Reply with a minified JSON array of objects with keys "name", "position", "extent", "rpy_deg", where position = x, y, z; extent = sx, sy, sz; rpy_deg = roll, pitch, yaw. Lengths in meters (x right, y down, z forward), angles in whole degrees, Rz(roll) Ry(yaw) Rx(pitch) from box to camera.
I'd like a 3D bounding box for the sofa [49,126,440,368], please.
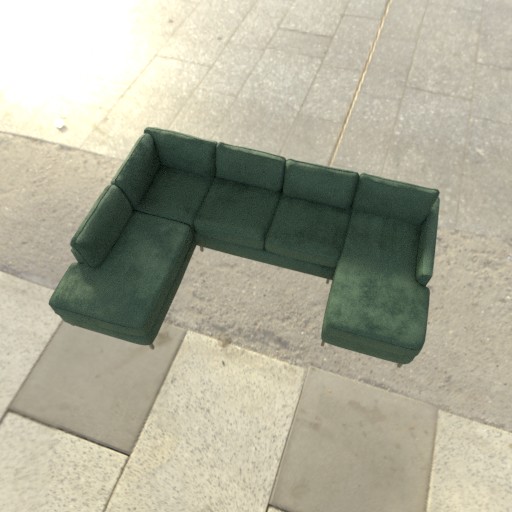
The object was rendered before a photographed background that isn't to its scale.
[{"name":"sofa","position":[0.000,0.000,3.920],"extent":[2.994,0.861,1.992],"rpy_deg":[14,58,9]}]
